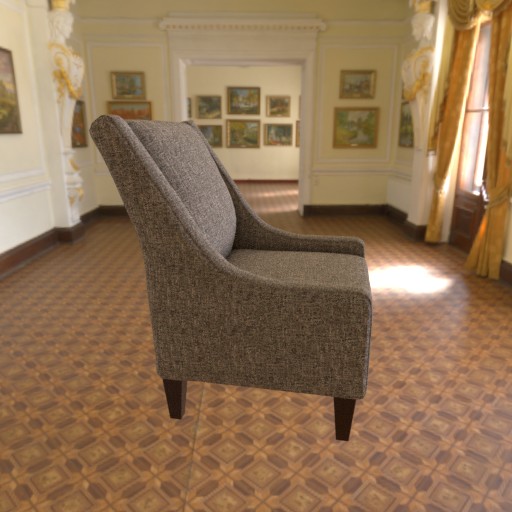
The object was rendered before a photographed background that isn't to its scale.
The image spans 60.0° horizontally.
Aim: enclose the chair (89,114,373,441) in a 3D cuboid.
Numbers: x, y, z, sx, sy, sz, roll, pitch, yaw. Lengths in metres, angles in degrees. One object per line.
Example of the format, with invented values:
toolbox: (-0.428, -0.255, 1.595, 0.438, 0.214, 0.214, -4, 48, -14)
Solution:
chair: (0.000, 0.000, 1.699, 0.870, 1.014, 0.774, 3, 16, 11)
